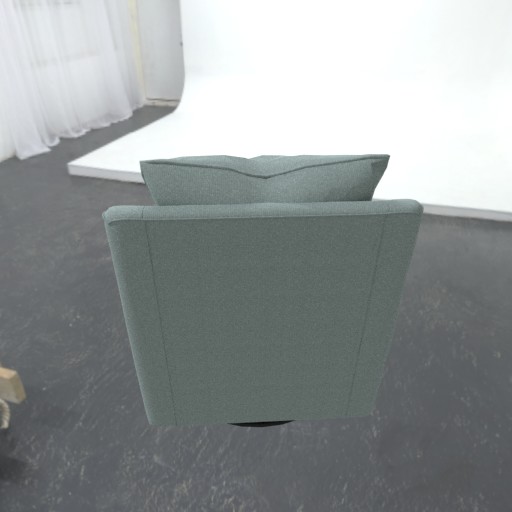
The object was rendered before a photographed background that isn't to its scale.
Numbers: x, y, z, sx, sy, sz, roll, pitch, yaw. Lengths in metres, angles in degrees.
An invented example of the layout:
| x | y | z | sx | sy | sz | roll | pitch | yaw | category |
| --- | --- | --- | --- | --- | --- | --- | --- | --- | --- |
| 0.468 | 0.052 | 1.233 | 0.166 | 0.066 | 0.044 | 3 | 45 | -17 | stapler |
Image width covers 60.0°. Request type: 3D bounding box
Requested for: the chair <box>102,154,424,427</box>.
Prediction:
| x | y | z | sx | sy | sz | roll | pitch | yaw | category |
| --- | --- | --- | --- | --- | --- | --- | --- | --- | --- |
| 0.000 | 0.000 | 1.545 | 0.760 | 0.926 | 0.870 | -2 | 30 | -3 | chair |
